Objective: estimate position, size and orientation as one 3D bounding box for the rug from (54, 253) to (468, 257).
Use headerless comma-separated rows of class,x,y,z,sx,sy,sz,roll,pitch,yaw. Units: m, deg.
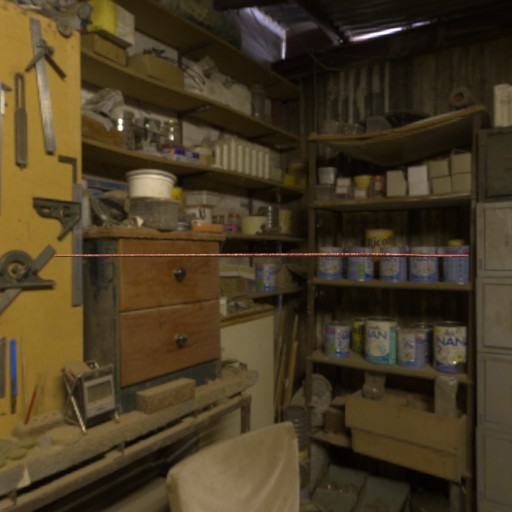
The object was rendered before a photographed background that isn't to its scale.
rug,0.000,0.000,2.221,1.747,0.011,1.139,0,0,36
